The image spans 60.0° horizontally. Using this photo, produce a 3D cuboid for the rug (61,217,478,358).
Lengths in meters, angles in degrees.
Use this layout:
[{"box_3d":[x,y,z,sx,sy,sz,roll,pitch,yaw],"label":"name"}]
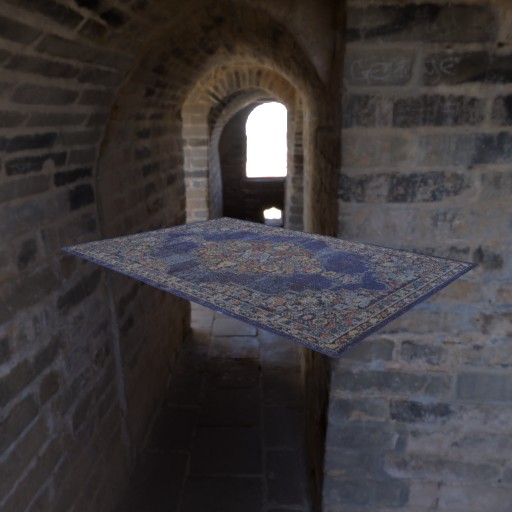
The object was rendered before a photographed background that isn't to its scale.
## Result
[{"box_3d":[0.000,0.000,3.758,2.940,0.011,2.053,14,21,41],"label":"rug"}]
